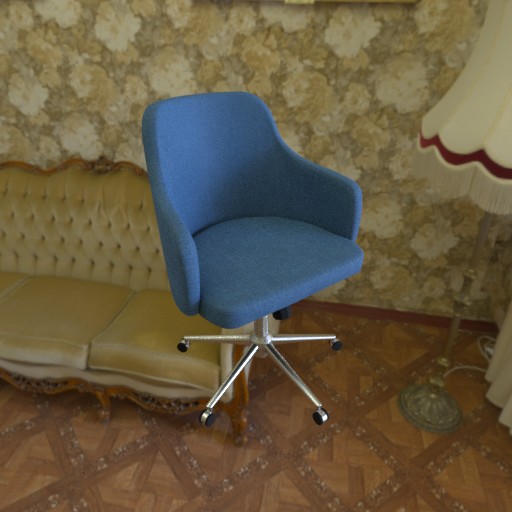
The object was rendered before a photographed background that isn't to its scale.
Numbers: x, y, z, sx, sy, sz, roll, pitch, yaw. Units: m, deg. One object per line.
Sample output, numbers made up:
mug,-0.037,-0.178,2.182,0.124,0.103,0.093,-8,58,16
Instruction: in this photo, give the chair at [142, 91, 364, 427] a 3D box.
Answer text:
chair,0.000,0.000,1.295,0.599,0.820,0.655,-20,35,-31
